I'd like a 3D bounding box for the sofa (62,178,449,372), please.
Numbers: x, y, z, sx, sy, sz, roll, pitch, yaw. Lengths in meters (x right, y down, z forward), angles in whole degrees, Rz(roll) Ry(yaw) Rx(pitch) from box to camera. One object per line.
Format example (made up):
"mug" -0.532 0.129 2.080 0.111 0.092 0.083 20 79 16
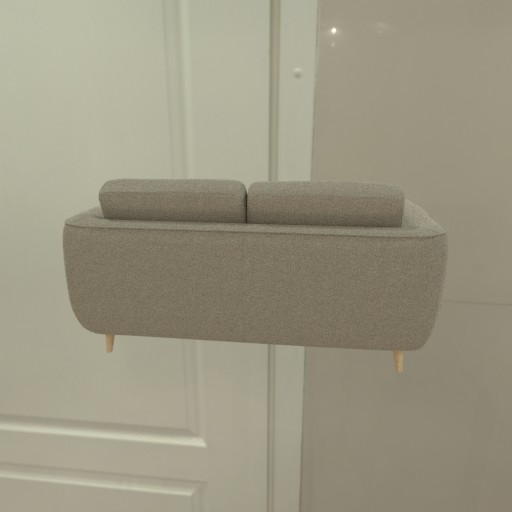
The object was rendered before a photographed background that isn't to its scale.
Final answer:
"sofa" 0.000 0.000 2.272 1.700 0.850 0.920 2 18 7
